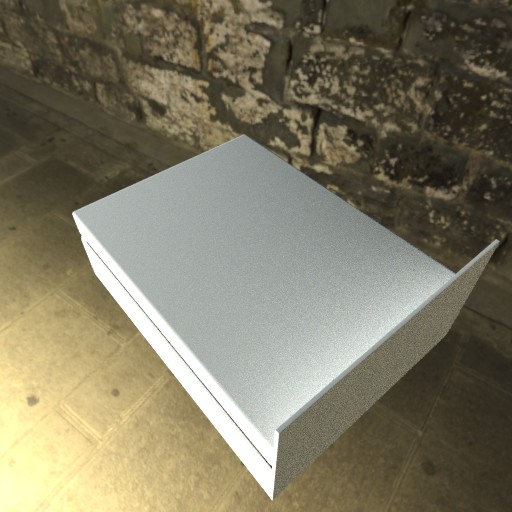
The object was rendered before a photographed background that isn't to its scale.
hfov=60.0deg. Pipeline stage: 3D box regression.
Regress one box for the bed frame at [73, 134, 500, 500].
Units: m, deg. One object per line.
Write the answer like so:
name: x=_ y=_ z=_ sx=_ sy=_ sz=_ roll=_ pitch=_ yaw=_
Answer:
bed frame: x=0.000 y=0.000 z=2.565 sx=1.400 sy=0.800 sz=1.900 roll=-32 pitch=55 yaw=-26
